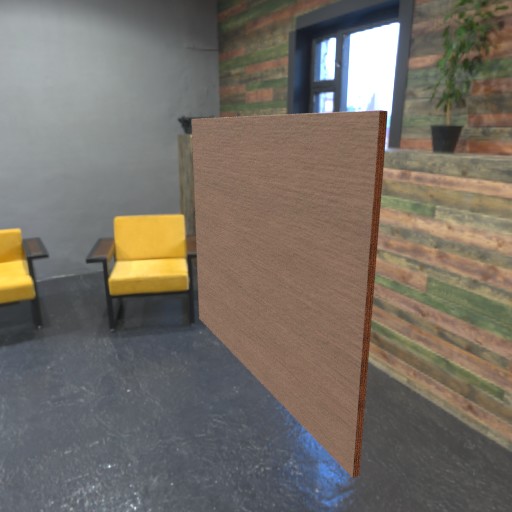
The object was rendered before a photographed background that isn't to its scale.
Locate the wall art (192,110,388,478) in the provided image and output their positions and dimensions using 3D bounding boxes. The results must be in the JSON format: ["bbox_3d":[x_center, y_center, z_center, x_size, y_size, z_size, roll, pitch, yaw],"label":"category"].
[{"bbox_3d":[0.000,0.000,0.678,0.010,0.408,0.508,-8,18,-26],"label":"wall art"}]
